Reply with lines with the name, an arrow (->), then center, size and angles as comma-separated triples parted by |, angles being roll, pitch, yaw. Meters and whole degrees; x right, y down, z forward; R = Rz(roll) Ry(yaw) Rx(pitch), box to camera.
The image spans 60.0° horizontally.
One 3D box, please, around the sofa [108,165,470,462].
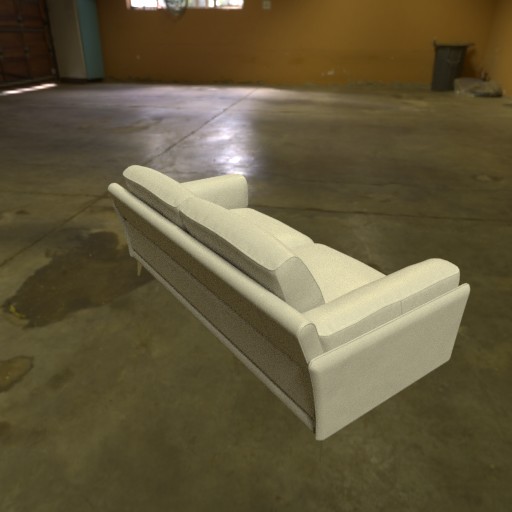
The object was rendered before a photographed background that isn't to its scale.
sofa -> 0.000, 0.000, 2.638 | 1.049, 0.930, 2.101 | -17, 31, -31
